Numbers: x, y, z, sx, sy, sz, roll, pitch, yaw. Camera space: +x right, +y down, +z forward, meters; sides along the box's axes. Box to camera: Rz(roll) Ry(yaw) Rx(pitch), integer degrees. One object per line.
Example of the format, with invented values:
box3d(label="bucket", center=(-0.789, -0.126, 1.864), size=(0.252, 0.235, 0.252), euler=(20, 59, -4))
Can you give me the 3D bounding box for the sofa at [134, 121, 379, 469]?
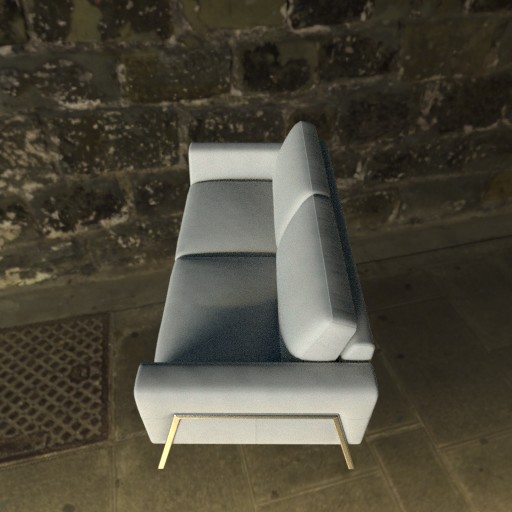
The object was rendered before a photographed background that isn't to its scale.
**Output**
box3d(label="sofa", center=(0.000, 0.000, 2.538), size=(0.953, 0.875, 2.017), euler=(0, 42, 0))
